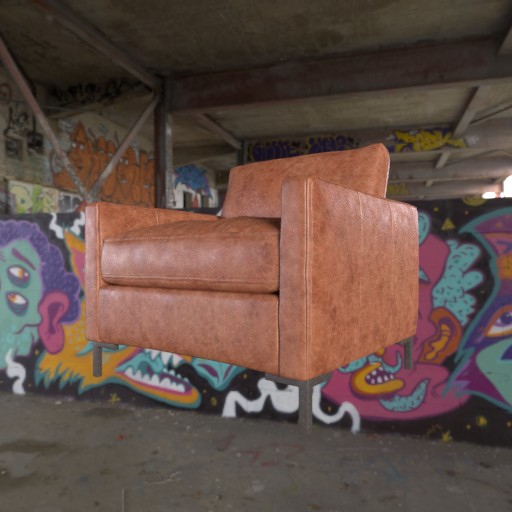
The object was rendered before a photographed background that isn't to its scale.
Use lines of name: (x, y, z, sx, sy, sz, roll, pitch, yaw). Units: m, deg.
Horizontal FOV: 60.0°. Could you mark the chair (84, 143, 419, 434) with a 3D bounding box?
chair: (0.000, 0.000, 1.652, 0.967, 0.869, 0.862, 0, -1, 37)
